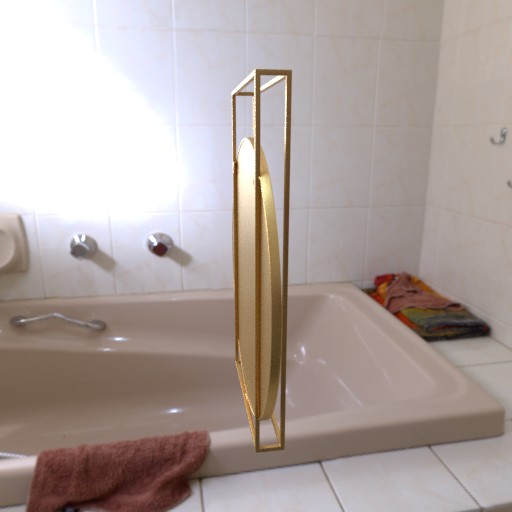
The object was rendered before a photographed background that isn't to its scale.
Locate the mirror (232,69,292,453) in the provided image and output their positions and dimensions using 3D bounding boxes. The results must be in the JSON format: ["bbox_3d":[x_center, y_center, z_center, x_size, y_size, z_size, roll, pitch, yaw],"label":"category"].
[{"bbox_3d":[0.000,0.000,0.824,0.051,0.603,0.508,-2,15,-8],"label":"mirror"}]
